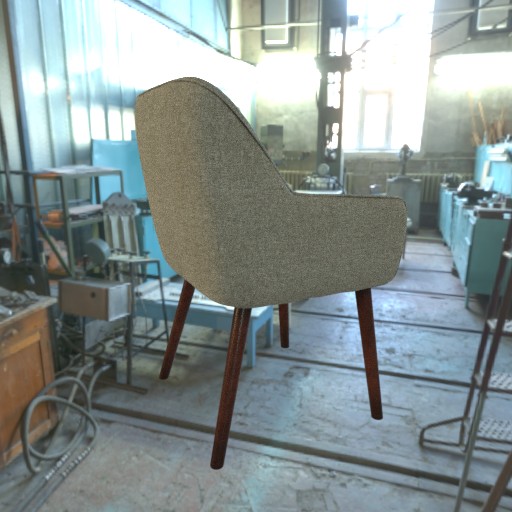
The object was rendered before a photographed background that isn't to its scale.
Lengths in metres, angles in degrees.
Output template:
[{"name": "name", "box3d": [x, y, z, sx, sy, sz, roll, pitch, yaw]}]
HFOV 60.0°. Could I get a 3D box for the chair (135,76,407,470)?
[{"name": "chair", "box3d": [0.000, 0.000, 1.149, 0.519, 0.803, 0.543, -7, 15, -26]}]
